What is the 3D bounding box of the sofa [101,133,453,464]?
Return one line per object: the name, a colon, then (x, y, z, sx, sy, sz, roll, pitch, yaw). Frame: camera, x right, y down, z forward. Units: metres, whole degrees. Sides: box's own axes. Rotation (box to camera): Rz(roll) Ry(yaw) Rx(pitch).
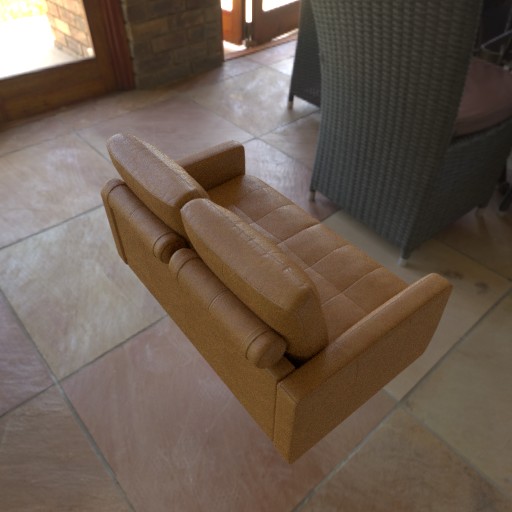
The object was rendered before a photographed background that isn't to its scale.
sofa: (0.000, 0.000, 1.968, 0.868, 0.898, 1.430, -28, 50, -27)
